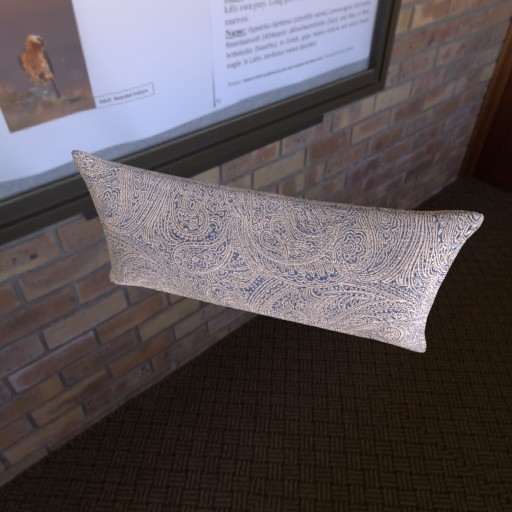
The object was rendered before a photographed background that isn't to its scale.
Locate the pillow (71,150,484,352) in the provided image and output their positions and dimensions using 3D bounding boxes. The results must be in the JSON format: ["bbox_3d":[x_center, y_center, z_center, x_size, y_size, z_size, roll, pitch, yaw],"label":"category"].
[{"bbox_3d":[0.000,0.000,0.734,0.615,0.295,0.151,11,42,13],"label":"pillow"}]
